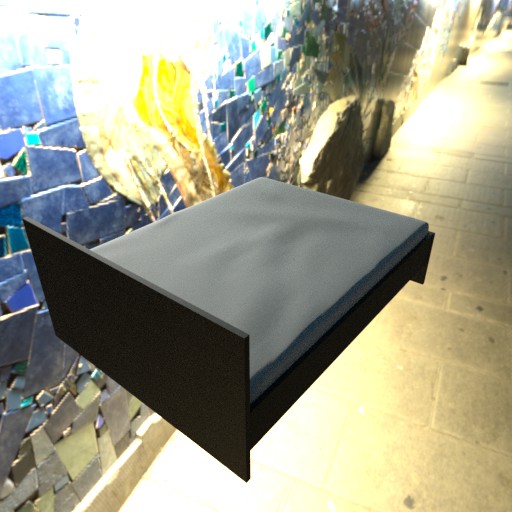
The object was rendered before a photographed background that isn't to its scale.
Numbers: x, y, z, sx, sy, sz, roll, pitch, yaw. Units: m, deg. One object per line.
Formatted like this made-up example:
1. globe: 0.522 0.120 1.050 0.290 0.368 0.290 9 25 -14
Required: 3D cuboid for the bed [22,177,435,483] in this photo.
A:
1. bed: 0.000 0.000 2.872 1.585 0.823 2.073 22 36 33
